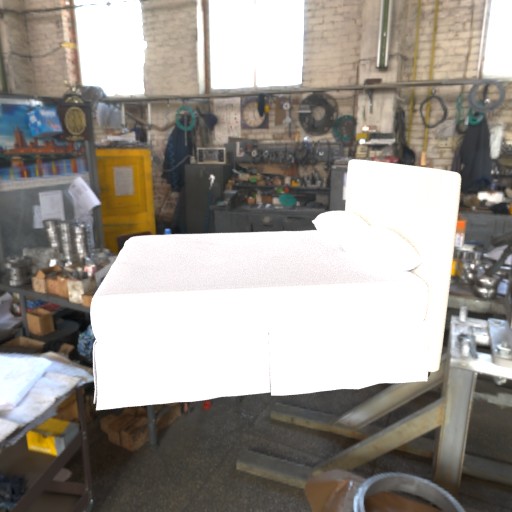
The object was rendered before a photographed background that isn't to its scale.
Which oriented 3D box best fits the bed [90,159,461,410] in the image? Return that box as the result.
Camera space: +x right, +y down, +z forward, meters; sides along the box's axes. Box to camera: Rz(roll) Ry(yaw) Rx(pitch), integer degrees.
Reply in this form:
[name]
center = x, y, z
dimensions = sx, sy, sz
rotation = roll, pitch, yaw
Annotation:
[bed]
center = 0.000, 0.000, 3.280
dimensions = 2.142, 1.330, 1.713
rotation = -2, 15, -8
